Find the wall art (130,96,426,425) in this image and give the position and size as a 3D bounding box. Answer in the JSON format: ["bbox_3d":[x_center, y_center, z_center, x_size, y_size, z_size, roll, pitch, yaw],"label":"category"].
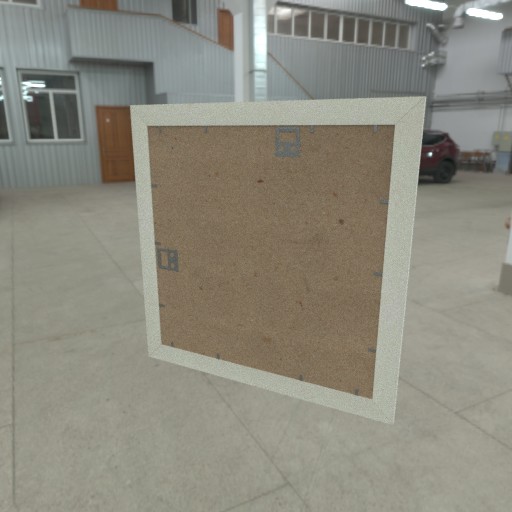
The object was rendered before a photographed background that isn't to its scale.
[{"bbox_3d":[0.000,0.000,0.890,0.584,0.584,0.013,8,18,26],"label":"wall art"}]
